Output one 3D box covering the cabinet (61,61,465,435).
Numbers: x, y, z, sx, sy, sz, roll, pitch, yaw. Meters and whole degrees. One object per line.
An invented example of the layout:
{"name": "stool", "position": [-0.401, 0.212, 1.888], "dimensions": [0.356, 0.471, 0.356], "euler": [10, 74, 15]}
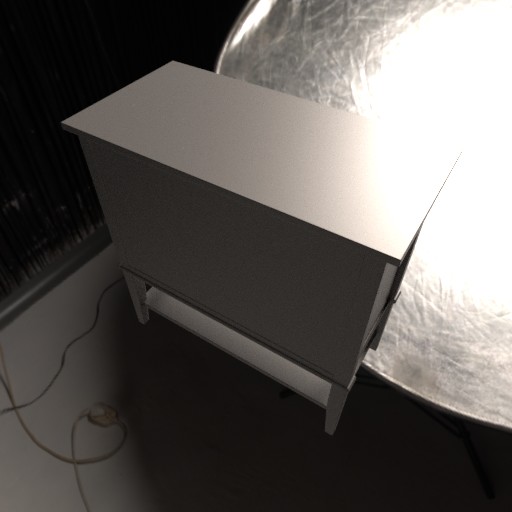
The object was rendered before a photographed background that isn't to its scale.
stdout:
{"name": "cabinet", "position": [0.000, 0.000, 1.255], "dimensions": [0.801, 0.780, 0.396], "euler": [25, 51, 22]}
